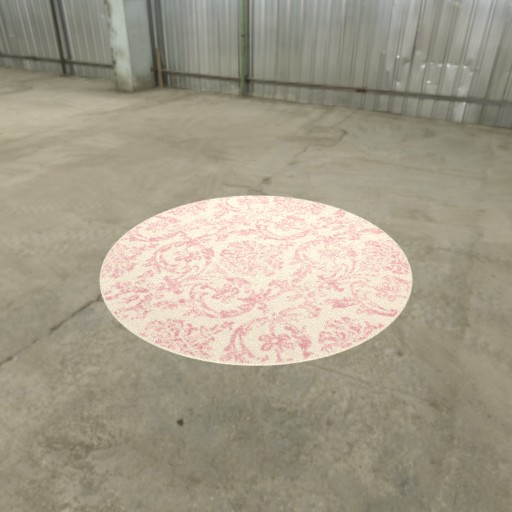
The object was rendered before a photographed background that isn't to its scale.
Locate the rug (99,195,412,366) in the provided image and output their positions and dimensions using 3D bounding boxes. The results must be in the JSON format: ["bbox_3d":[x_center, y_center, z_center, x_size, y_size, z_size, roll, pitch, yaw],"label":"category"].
[{"bbox_3d":[0.000,0.000,2.356,1.593,0.012,1.593,0,31,0],"label":"rug"}]
